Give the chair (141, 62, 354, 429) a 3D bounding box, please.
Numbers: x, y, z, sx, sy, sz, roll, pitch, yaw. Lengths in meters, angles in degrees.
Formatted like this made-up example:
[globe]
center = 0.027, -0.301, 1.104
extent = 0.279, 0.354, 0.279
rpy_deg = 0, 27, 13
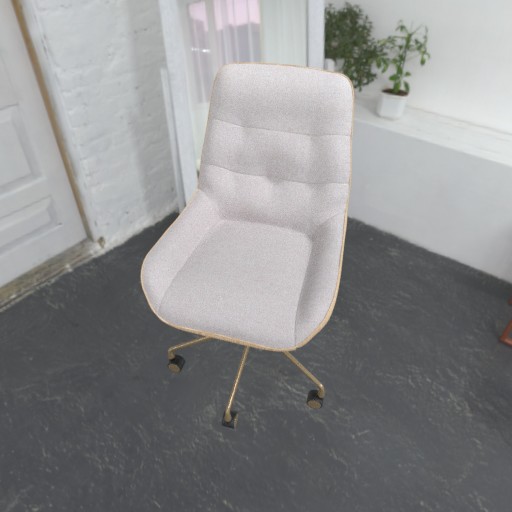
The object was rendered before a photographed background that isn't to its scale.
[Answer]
[chair]
center = 0.000, 0.000, 1.367
extent = 0.564, 0.952, 0.668
rpy_deg = 11, 43, 12
